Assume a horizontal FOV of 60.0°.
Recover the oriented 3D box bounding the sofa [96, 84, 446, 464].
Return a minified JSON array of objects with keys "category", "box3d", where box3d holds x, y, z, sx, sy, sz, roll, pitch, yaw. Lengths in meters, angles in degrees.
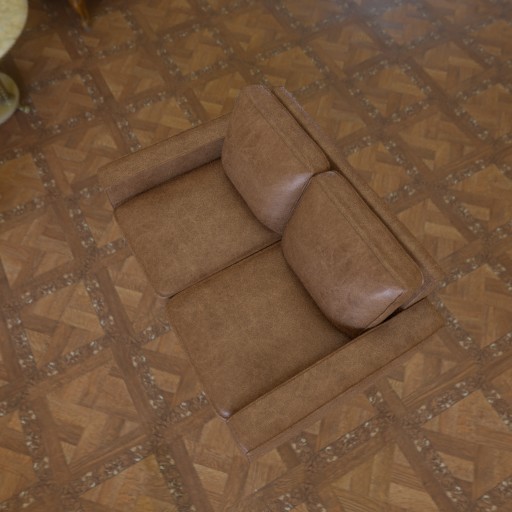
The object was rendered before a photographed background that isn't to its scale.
[{"category":"sofa","box3d":[0.000,0.000,2.136,1.020,0.896,1.532,-27,65,-14]}]
